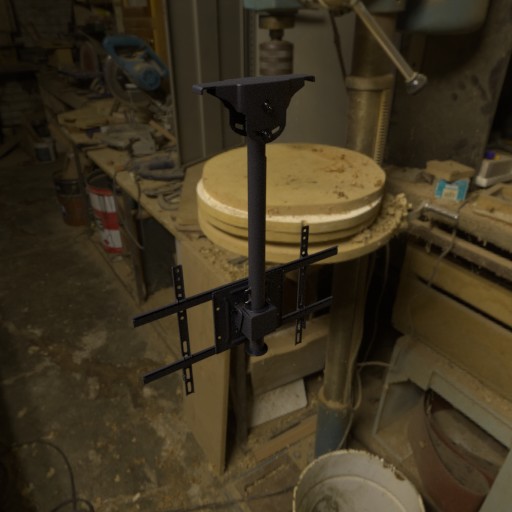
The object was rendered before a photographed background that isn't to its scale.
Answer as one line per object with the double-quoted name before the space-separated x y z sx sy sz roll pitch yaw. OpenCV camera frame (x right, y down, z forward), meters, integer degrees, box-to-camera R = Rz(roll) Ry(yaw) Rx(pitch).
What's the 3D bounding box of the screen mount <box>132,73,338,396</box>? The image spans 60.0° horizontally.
"screen mount" 0.000 0.000 1.037 0.595 0.775 0.090 -18 35 -28
